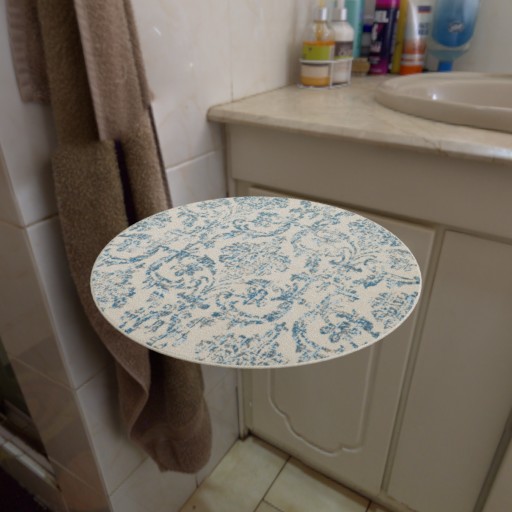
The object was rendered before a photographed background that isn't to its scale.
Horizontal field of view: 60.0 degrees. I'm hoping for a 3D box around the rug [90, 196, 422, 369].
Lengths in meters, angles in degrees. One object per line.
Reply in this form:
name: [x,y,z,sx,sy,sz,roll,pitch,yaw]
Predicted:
rug: [0.000,0.000,2.240,1.593,0.012,1.593,0,29,0]
